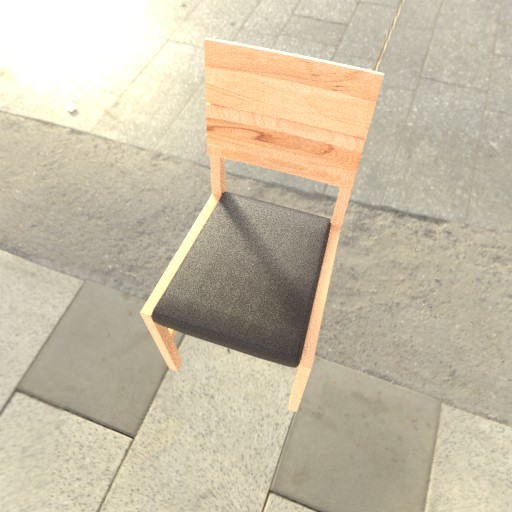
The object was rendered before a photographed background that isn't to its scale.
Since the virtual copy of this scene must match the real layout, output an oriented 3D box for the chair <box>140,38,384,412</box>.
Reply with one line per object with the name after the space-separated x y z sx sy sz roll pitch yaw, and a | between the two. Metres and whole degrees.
0.000 0.000 1.285 0.475 0.950 0.560 16 59 10 | chair
